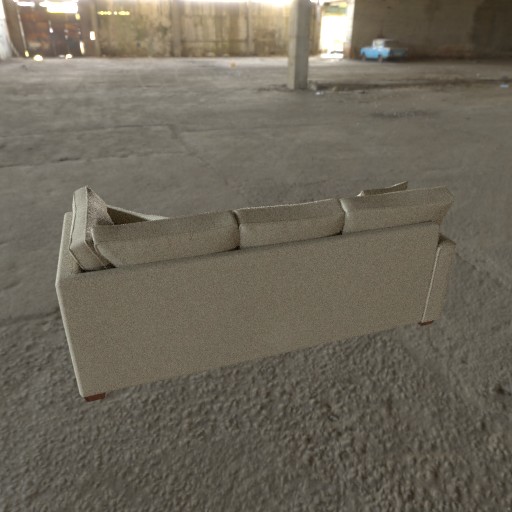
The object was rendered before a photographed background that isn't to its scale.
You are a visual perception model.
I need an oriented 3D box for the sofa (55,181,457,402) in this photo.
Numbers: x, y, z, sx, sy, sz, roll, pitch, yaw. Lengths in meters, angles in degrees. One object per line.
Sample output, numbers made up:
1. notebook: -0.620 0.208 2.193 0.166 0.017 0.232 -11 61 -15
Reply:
1. sofa: 0.000 0.000 2.931 2.317 0.962 1.061 -9 28 -17
